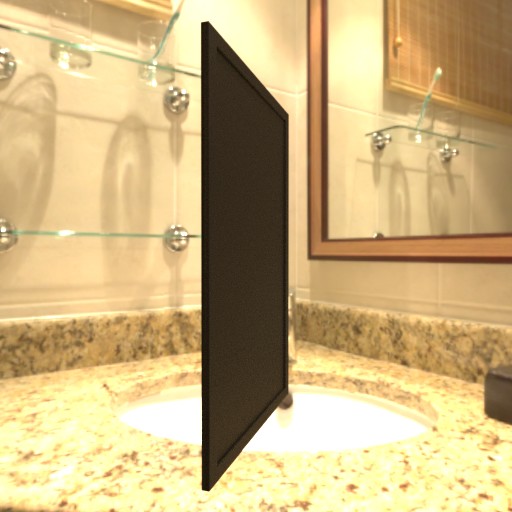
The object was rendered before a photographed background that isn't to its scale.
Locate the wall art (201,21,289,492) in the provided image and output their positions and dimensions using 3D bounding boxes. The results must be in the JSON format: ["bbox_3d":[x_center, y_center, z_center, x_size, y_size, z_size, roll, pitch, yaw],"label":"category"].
[{"bbox_3d":[0.000,0.000,0.837,0.012,0.661,0.451,0,1,19],"label":"wall art"}]
